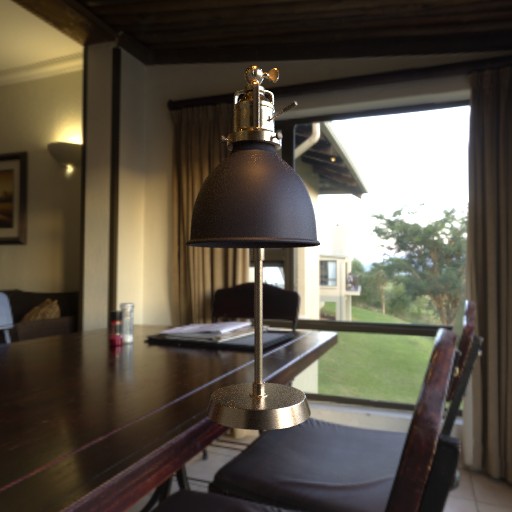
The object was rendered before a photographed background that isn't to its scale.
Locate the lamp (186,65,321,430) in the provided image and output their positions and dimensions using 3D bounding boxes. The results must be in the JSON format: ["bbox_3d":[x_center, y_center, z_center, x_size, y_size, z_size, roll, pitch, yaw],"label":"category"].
[{"bbox_3d":[0.000,0.000,0.594,0.160,0.456,0.291,0,-1,3],"label":"lamp"}]
